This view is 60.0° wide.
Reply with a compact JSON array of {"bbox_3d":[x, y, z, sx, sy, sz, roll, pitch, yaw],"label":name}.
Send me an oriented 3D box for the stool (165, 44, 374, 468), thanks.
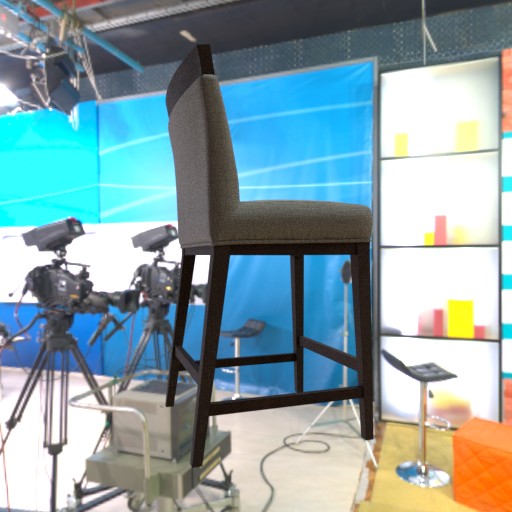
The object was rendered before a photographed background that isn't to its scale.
[{"bbox_3d":[0.000,0.000,1.360,0.531,1.009,0.512,0,0,-19],"label":"stool"}]
